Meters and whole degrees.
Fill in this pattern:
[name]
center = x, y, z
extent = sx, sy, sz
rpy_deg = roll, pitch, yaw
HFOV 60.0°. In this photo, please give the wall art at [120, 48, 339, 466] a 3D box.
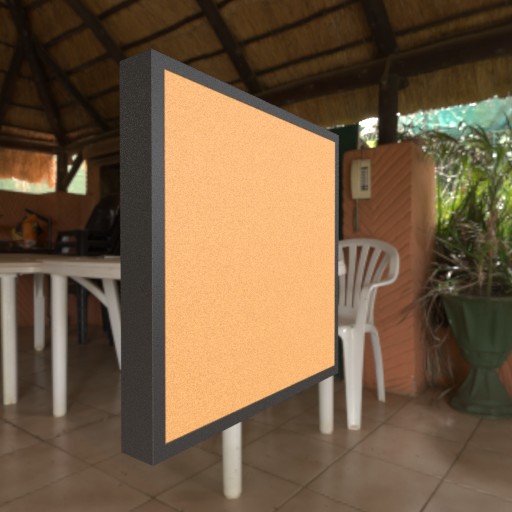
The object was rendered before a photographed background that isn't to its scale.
[wall art]
center = 0.000, 0.000, 0.455
extent = 0.038, 0.304, 0.304
rpy_deg = 1, 1, 36
